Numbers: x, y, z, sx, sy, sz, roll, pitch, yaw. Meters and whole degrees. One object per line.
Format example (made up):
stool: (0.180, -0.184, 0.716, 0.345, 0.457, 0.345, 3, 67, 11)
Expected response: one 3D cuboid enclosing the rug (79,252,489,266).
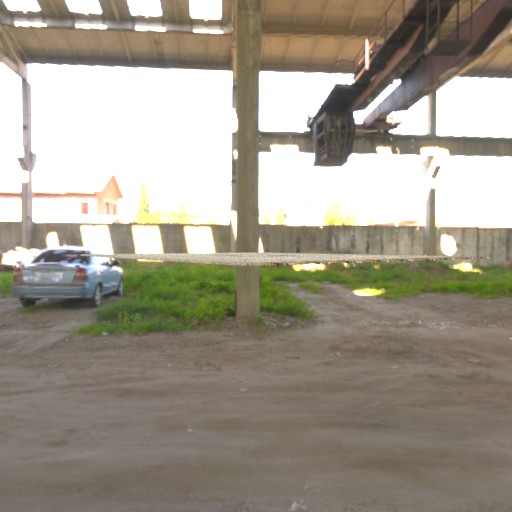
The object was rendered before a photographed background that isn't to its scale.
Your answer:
rug: (0.000, 0.000, 2.243, 1.278, 0.009, 1.730, -1, 2, -37)
